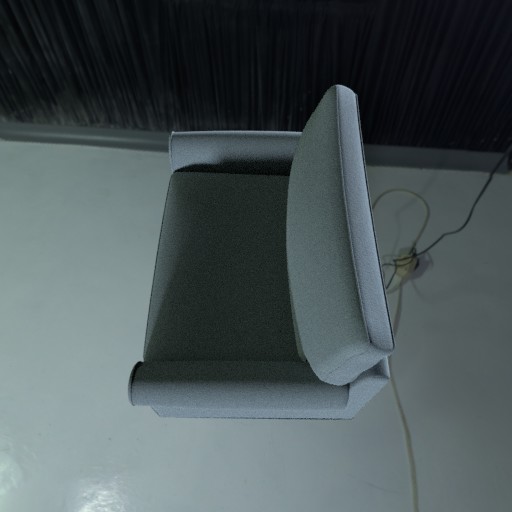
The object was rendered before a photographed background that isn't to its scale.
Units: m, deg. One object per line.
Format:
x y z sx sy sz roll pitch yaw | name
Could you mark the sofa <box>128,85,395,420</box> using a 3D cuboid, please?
0.000 0.000 2.055 0.940 0.953 1.410 1 58 0 | sofa
